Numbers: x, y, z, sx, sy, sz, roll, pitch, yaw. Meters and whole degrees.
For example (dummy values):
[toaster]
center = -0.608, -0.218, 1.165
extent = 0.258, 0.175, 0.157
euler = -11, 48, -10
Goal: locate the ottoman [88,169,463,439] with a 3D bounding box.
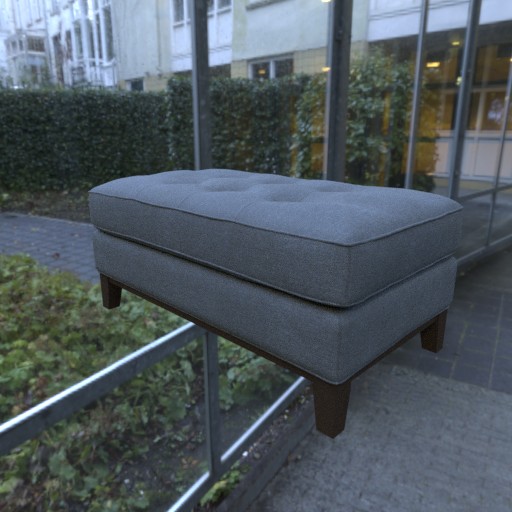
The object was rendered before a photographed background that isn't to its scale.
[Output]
[ottoman]
center = 0.000, 0.000, 1.500
extent = 1.143, 0.514, 0.648
euler = 16, 23, 42
